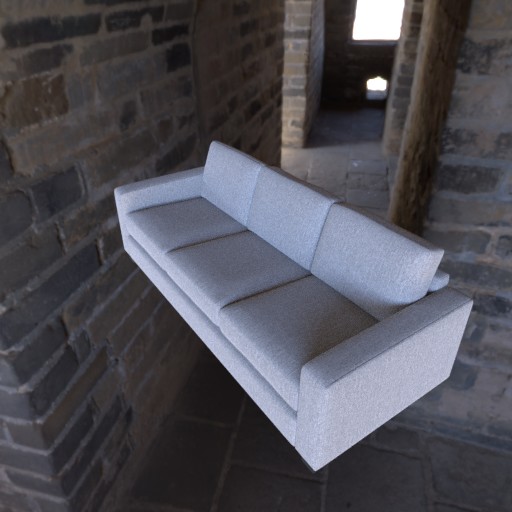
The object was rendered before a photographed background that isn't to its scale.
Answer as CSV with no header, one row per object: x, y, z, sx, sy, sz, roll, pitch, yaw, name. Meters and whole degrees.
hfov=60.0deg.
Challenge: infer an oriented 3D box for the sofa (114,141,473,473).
0.000,0.000,2.548,0.900,0.800,2.120,-20,37,-29,sofa
